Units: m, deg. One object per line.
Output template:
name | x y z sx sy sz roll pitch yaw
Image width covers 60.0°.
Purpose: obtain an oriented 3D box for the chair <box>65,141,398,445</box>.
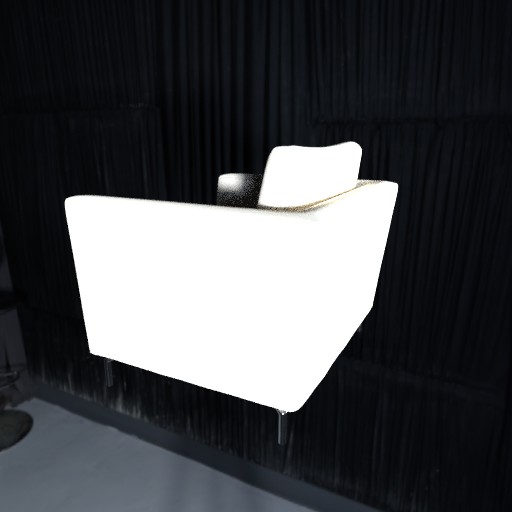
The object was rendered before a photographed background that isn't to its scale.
chair | 0.000 0.000 1.741 0.889 0.865 1.041 8 17 26
